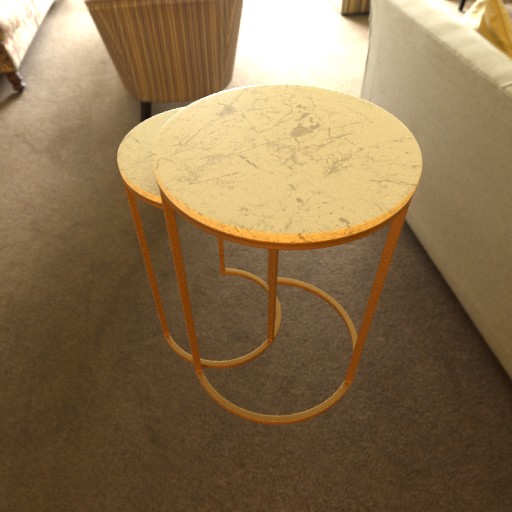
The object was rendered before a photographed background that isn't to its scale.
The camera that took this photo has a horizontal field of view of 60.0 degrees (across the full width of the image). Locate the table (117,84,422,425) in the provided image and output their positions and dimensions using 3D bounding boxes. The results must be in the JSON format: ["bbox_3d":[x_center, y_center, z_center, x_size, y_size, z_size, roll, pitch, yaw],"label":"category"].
[{"bbox_3d":[0.000,0.000,0.889,0.507,0.550,0.400,24,51,21],"label":"table"}]
